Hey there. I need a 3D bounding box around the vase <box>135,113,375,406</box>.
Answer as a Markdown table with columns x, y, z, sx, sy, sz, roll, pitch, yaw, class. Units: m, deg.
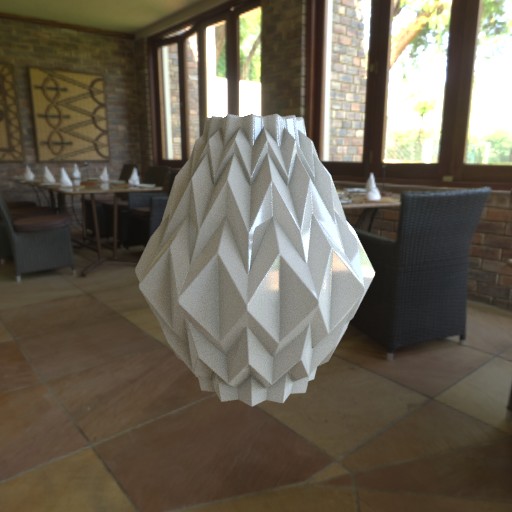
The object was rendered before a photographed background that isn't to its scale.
| x | y | z | sx | sy | sz | roll | pitch | yaw | class |
| --- | --- | --- | --- | --- | --- | --- | --- | --- | --- |
| 0.000 | 0.000 | 0.310 | 0.164 | 0.185 | 0.164 | 0 | 13 | 0 | vase |
